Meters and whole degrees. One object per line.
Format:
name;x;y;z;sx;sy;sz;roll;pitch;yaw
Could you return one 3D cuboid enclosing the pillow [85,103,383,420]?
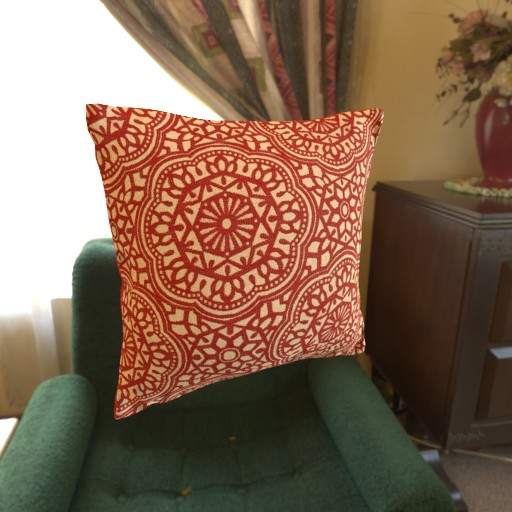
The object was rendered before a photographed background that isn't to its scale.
pillow;0.000;0.000;0.651;0.438;0.419;0.162;-8;18;-26
